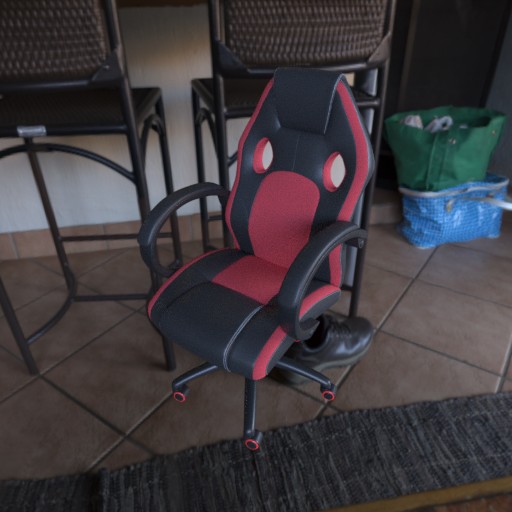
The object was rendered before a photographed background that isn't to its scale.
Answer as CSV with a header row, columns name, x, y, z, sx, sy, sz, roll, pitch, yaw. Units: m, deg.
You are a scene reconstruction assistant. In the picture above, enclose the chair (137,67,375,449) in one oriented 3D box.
name,x,y,z,sx,sy,sz,roll,pitch,yaw
chair,0.000,0.000,1.596,0.673,1.187,0.724,20,36,31
